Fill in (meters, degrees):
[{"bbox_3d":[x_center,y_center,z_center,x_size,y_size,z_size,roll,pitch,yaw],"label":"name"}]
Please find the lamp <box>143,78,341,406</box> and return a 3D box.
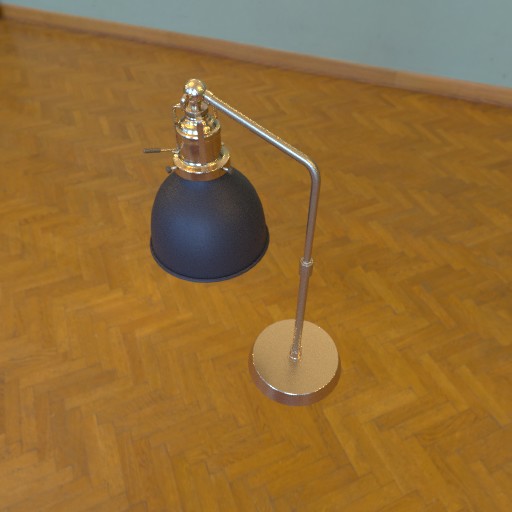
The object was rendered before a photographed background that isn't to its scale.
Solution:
[{"bbox_3d":[0.000,0.000,0.586,0.291,0.456,0.160,16,49,14],"label":"lamp"}]
